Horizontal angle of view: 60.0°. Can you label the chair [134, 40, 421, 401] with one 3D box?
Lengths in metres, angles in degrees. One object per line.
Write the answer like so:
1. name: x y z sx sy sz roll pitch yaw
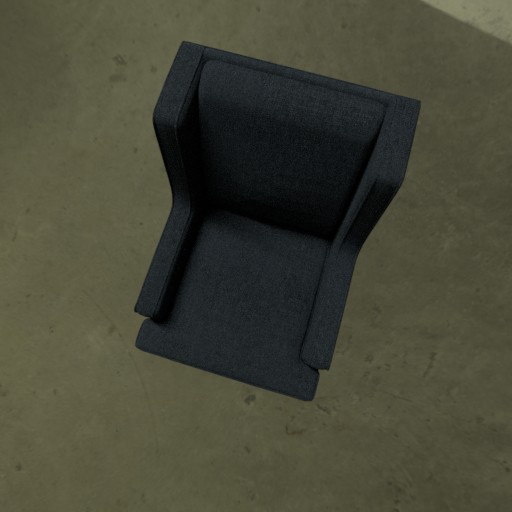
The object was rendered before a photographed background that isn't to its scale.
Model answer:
1. chair: 0.000 0.000 1.733 0.764 1.072 0.947 16 76 4
